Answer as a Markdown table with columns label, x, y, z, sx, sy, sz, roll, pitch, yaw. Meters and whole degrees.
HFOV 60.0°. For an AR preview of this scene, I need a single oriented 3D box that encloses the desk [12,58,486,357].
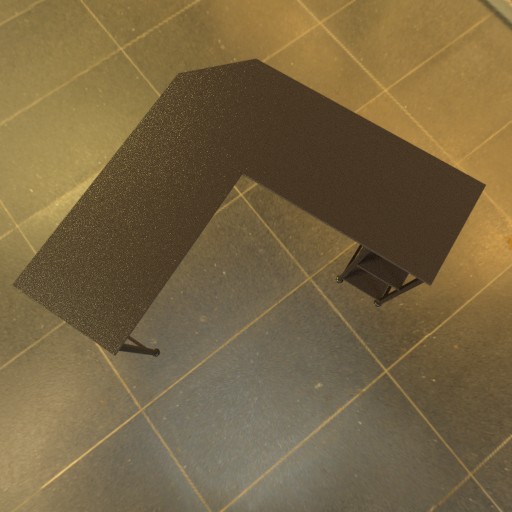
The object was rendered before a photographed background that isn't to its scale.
| label | x | y | z | sx | sy | sz | roll | pitch | yaw |
| --- | --- | --- | --- | --- | --- | --- | --- | --- | --- |
| desk | 0.000 | 0.000 | 2.139 | 1.379 | 0.739 | 1.379 | 32 | 78 | 8 |
